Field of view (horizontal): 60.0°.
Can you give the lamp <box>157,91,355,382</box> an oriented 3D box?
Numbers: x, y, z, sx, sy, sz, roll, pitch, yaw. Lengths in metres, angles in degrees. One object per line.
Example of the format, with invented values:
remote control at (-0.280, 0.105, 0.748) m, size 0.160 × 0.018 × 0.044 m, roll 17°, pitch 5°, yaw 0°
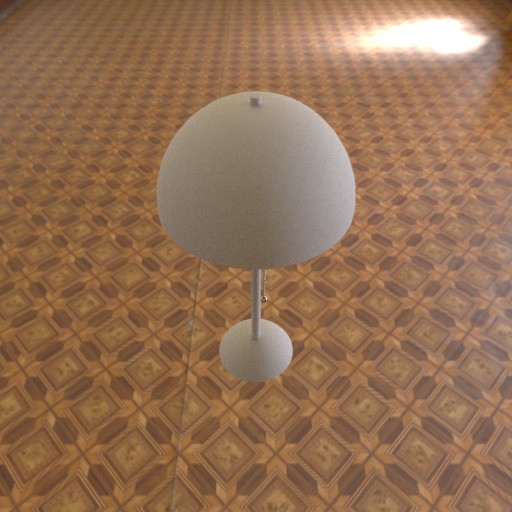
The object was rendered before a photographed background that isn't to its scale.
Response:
lamp at (0.000, 0.000, 0.440) m, size 0.171 × 0.330 × 0.171 m, roll 0°, pitch 45°, yaw 0°
